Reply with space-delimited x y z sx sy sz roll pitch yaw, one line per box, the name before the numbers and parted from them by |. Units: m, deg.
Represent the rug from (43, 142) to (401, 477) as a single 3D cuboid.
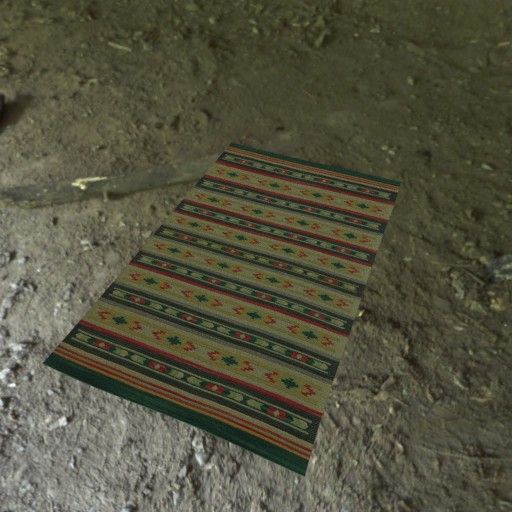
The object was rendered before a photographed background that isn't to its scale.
rug | 0.000 0.000 3.014 1.520 0.011 2.447 17 48 16
